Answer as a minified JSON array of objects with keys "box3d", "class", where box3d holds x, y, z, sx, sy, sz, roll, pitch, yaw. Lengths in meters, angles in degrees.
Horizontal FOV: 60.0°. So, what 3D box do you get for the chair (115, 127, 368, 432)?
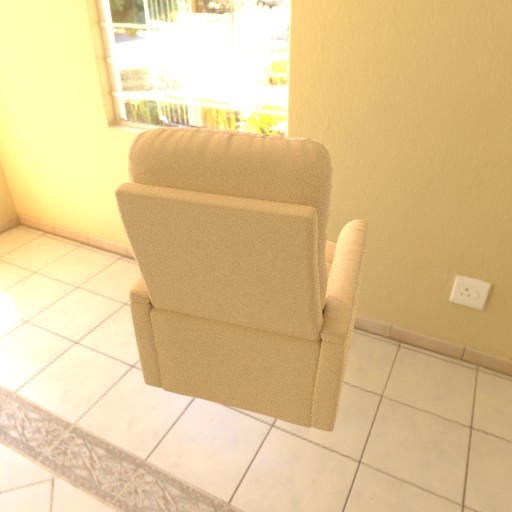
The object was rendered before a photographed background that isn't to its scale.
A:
[{"box3d":[0.000,0.000,1.656,0.775,1.082,0.831,9,33,15],"class":"chair"}]
